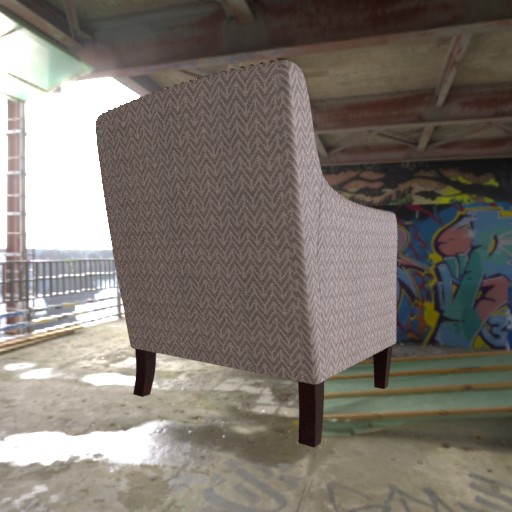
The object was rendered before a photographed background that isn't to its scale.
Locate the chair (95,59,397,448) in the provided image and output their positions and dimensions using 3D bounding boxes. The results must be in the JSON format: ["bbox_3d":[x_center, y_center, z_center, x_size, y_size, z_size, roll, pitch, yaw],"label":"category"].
[{"bbox_3d":[0.000,0.000,1.288,0.623,0.816,0.651,1,1,36],"label":"chair"}]
